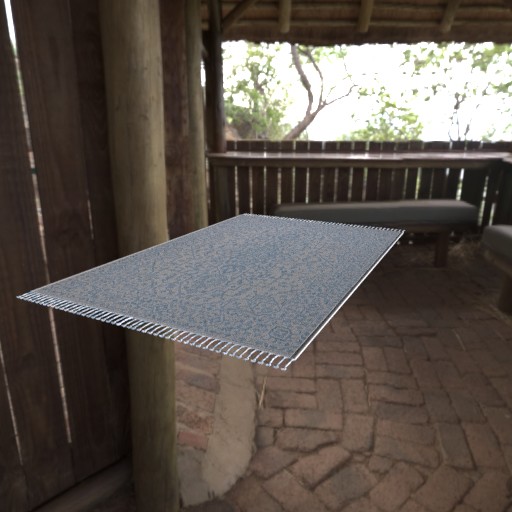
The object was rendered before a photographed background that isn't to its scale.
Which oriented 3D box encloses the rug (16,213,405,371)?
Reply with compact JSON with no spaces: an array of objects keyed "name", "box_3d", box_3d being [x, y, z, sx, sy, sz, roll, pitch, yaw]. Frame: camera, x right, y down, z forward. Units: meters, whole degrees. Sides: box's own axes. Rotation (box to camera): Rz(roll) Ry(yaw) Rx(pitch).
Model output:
[{"name":"rug","box_3d":[0.000,0.000,2.987,1.524,0.010,2.438,9,19,26]}]
